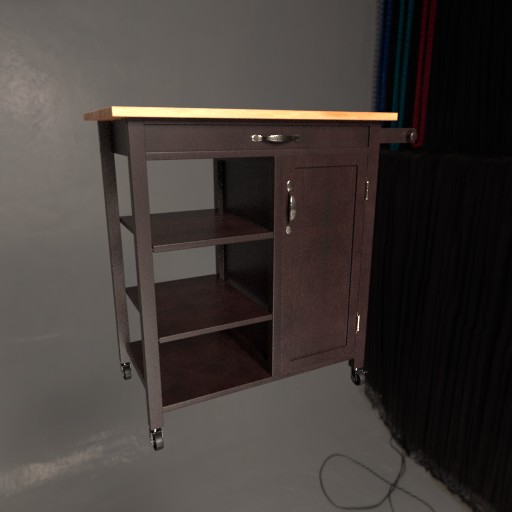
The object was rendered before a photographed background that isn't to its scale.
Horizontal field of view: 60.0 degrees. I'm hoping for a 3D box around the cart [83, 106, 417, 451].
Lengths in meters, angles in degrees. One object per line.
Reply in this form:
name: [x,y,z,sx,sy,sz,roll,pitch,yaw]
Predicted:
cart: [0.000,0.000,1.437,0.914,0.878,0.472,-8,18,-26]
